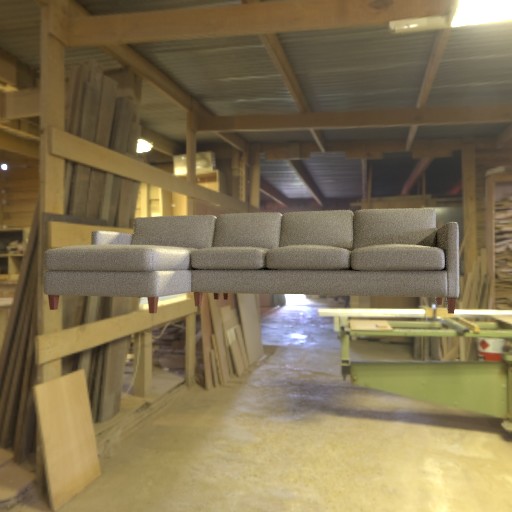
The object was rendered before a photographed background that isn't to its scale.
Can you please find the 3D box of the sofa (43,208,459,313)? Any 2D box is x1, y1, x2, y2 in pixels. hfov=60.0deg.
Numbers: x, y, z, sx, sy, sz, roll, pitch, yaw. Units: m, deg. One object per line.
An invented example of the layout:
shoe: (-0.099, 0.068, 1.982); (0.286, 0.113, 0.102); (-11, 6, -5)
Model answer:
sofa: (0.000, 0.000, 3.801); (3.201, 0.876, 1.502); (0, -1, 16)
